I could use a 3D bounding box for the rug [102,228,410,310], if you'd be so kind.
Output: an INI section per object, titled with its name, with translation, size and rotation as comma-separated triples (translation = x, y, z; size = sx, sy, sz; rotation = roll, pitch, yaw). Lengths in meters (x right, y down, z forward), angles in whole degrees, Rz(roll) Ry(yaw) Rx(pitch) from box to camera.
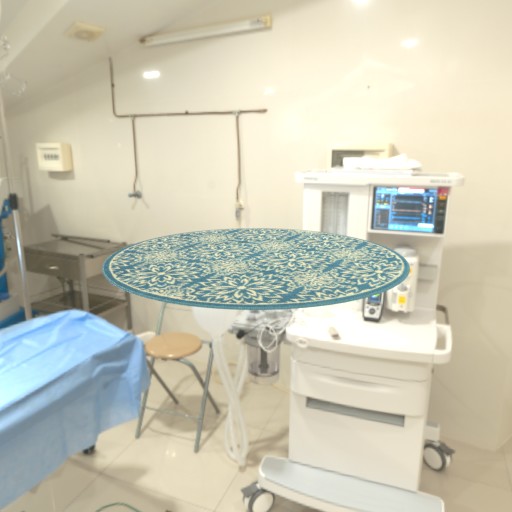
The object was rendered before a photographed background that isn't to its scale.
[rug]
translation = 0.000, 0.000, 2.418
size = 1.593, 0.012, 1.593
rotation = 0, 14, 0
